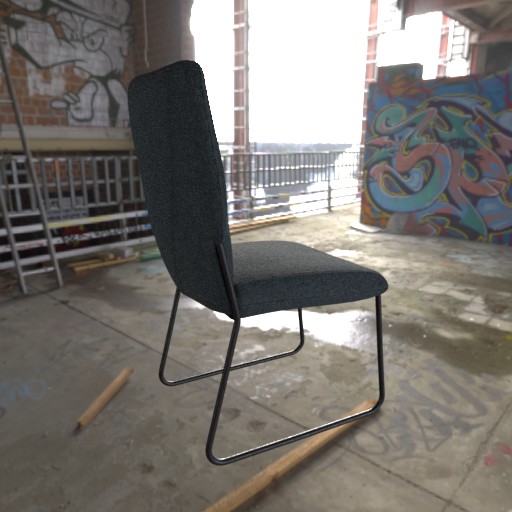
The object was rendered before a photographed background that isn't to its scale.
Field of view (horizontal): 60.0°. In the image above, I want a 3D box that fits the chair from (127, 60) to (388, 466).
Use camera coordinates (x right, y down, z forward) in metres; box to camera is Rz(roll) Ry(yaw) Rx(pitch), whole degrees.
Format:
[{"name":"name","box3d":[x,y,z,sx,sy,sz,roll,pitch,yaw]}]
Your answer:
[{"name":"chair","box3d":[0.000,0.000,1.254,0.635,0.931,0.480,-7,16,-27]}]
